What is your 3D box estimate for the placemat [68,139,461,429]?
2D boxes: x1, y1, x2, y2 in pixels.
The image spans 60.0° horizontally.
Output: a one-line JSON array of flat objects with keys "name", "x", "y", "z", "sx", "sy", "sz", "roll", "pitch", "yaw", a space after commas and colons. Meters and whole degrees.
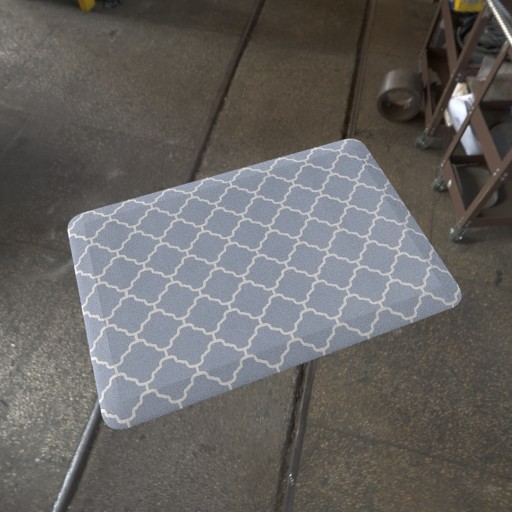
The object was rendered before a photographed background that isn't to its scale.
[{"name": "placemat", "x": 0.000, "y": 0.000, "z": 0.975, "sx": 0.762, "sy": 0.021, "sz": 0.508, "roll": -18, "pitch": 61, "yaw": -10}]
